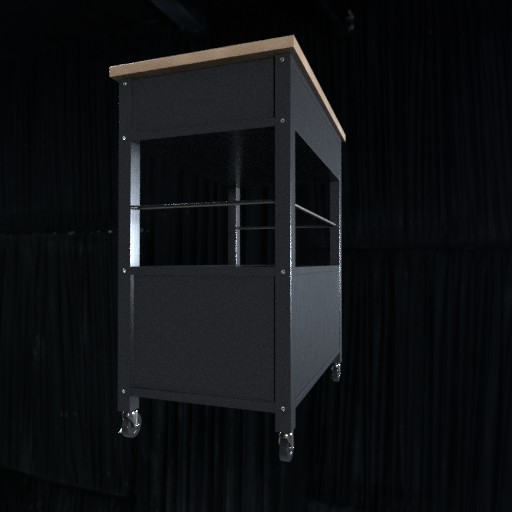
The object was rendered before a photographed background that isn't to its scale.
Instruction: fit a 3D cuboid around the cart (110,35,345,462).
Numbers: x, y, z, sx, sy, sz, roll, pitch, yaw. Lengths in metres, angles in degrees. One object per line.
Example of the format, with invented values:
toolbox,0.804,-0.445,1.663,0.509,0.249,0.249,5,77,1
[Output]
cart,0.000,0.000,1.382,0.459,0.901,0.840,0,-1,19
